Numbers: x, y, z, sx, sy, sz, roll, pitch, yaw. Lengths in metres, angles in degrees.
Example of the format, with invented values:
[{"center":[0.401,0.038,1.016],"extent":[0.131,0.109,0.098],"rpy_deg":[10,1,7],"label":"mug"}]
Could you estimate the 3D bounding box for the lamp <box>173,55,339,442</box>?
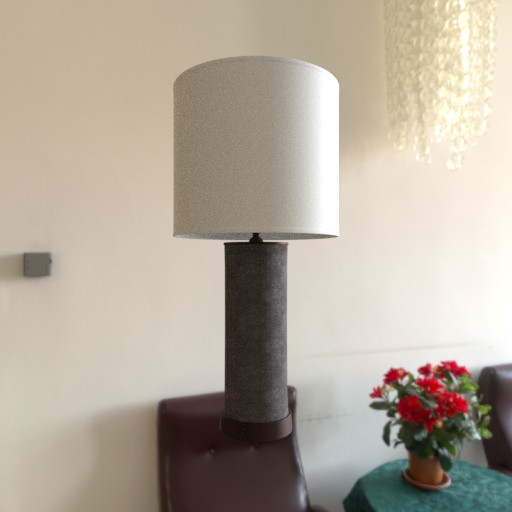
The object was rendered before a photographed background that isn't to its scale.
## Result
[{"center":[0.000,0.000,0.816],"extent":[0.301,0.630,0.301],"rpy_deg":[0,0,35],"label":"lamp"}]
